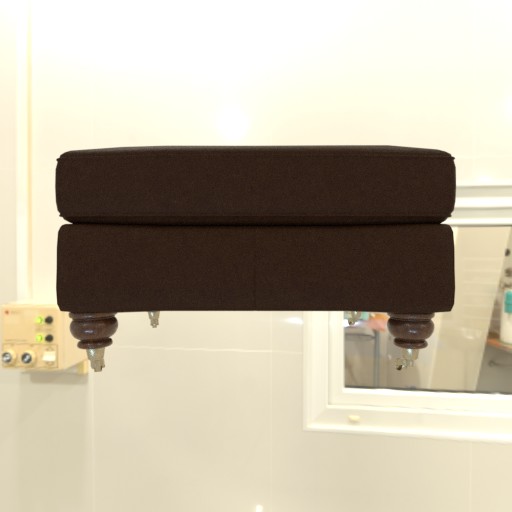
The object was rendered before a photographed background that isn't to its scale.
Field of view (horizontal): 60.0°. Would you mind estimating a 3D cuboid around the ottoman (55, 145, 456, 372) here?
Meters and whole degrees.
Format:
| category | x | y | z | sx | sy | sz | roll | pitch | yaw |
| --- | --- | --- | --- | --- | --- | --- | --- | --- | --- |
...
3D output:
| category | x | y | z | sx | sy | sz | roll | pitch | yaw |
| --- | --- | --- | --- | --- | --- | --- | --- | --- | --- |
| ottoman | 0.000 | 0.000 | 1.766 | 1.187 | 0.730 | 0.967 | 0 | 1 | 0 |
